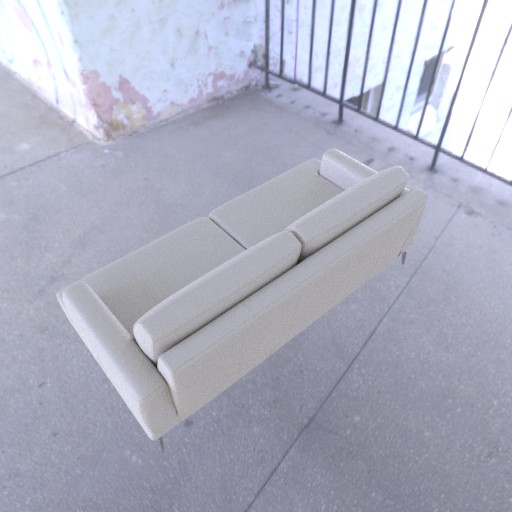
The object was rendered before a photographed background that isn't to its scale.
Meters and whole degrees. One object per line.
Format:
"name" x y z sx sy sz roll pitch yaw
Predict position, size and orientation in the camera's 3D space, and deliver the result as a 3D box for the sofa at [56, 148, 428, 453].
"sofa" 0.000 0.000 2.464 1.940 0.765 0.974 -32 54 -27
